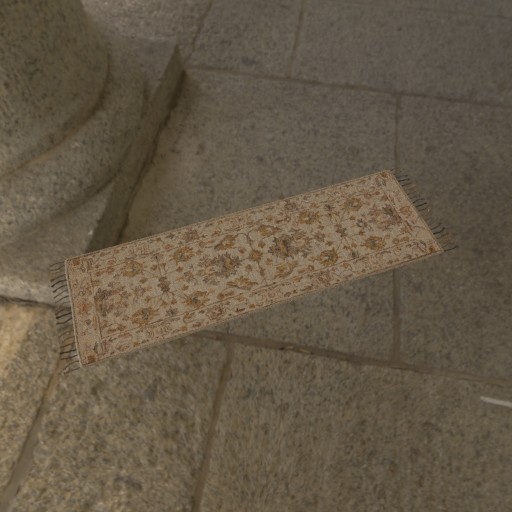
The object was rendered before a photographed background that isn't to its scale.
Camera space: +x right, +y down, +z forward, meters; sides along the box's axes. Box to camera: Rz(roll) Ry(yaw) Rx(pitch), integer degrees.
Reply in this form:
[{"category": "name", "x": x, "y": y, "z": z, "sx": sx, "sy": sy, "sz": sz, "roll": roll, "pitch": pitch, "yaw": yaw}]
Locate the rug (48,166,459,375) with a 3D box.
[{"category": "rug", "x": 0.000, "y": 0.000, "z": 2.737, "sx": 2.438, "sy": 0.021, "sz": 0.729, "roll": -17, "pitch": 60, "yaw": -10}]
